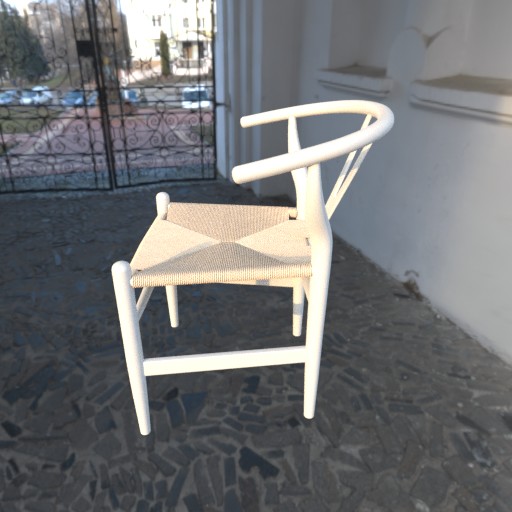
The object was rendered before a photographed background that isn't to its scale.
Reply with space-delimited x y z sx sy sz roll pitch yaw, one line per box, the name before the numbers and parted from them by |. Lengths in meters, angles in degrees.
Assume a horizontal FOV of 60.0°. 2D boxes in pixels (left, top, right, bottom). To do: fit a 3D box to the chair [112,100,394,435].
chair | 0.000 0.000 1.122 0.579 0.730 0.569 0 26 0
